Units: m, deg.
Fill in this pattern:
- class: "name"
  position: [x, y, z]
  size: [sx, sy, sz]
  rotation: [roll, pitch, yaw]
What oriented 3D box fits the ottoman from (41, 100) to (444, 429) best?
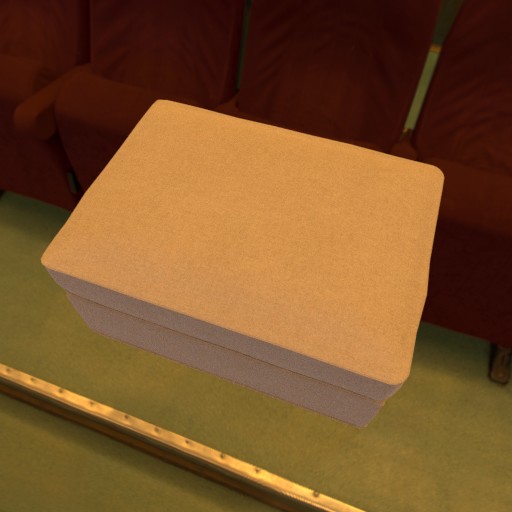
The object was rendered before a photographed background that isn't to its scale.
- class: "ottoman"
  position: [0.000, 0.000, 1.244]
  size: [0.846, 0.503, 0.617]
  rotation: [17, 59, 10]
